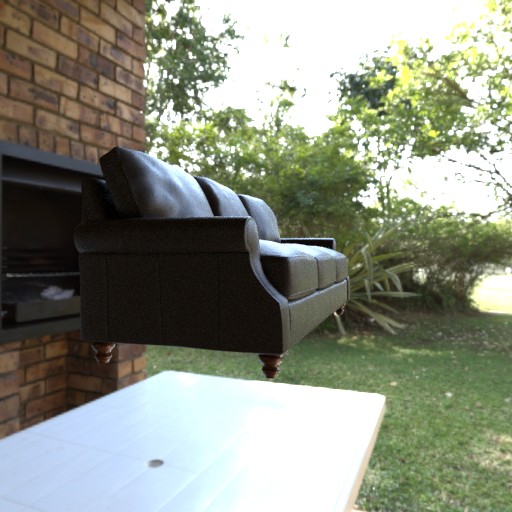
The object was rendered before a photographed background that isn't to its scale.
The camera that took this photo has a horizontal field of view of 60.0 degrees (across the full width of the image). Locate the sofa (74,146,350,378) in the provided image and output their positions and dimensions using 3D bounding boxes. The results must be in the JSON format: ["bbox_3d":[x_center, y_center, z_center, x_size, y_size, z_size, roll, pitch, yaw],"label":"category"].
[{"bbox_3d":[0.000,0.000,2.864,0.974,0.977,2.387,0,0,18],"label":"sofa"}]
